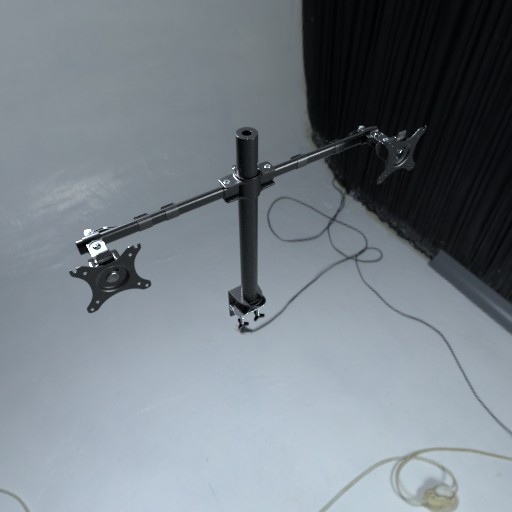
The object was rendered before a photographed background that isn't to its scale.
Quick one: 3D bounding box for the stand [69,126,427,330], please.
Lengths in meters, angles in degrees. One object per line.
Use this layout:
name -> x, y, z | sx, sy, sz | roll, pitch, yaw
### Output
stand -> 0.000, 0.000, 1.010 | 0.743, 0.603, 0.150 | -25, 52, -21
